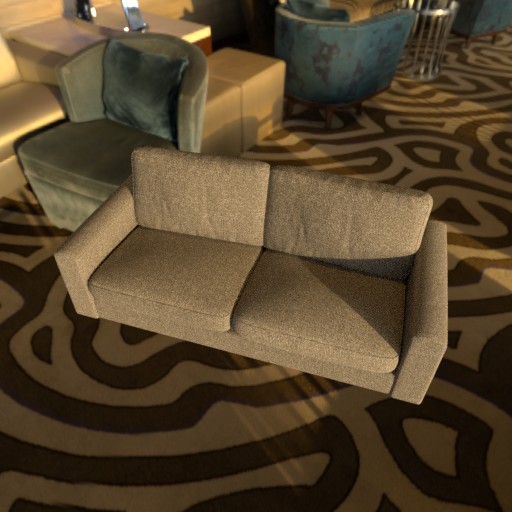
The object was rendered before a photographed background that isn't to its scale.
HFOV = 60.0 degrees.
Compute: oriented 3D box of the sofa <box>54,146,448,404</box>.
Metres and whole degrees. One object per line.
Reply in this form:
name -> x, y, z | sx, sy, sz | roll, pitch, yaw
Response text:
sofa -> 0.000, 0.000, 2.720 | 2.179, 0.873, 1.016 | 12, 43, 13
